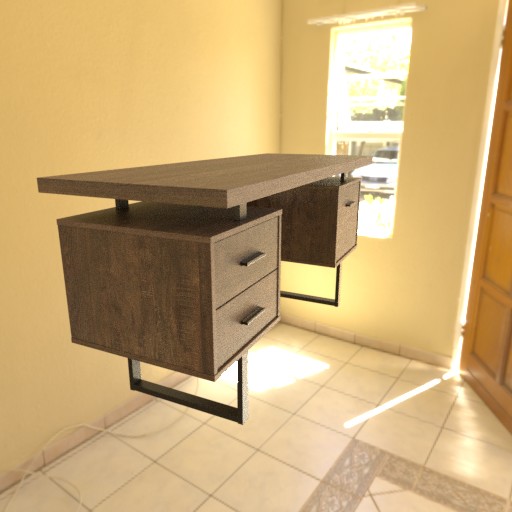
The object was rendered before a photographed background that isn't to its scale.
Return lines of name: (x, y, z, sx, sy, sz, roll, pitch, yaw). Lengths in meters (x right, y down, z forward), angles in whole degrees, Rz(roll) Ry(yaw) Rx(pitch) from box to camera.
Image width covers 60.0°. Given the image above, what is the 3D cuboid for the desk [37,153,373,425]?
desk: (0.000, 0.000, 1.854, 0.600, 0.760, 1.524, 8, 17, 25)
